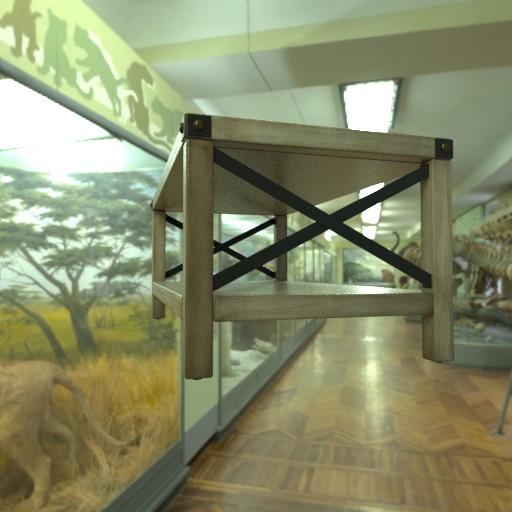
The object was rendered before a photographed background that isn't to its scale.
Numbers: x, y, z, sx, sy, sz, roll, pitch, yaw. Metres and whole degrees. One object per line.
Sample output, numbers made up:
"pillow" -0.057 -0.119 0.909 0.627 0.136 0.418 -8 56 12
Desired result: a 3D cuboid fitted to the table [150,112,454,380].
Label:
"table" 0.000 0.000 1.298 0.559 0.456 1.016 1 -2 -16
